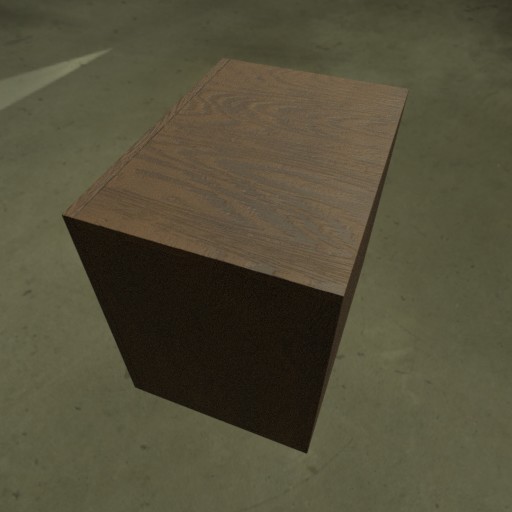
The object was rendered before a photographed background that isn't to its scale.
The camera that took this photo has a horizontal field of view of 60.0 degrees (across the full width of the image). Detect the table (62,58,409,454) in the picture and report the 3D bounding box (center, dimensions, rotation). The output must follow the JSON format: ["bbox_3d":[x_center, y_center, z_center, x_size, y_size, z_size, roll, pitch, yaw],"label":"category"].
[{"bbox_3d":[0.000,0.000,0.970,0.439,0.585,0.560,16,49,14],"label":"table"}]
